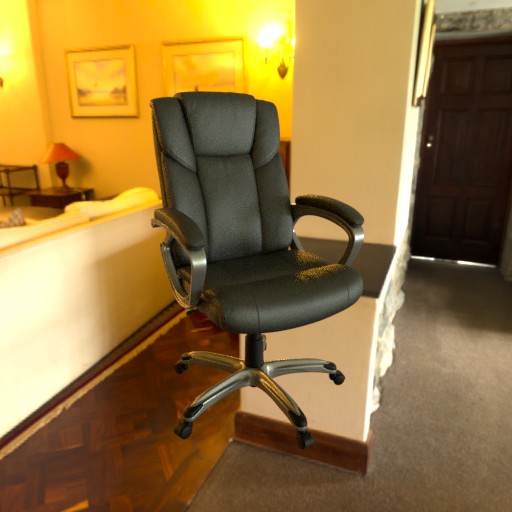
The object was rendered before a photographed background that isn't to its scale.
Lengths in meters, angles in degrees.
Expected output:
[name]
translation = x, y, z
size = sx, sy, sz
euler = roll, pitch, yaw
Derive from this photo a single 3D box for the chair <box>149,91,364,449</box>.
[chair]
translation = 0.000, 0.000, 1.571
size = 0.721, 1.130, 0.719
euler = -9, 19, -27
